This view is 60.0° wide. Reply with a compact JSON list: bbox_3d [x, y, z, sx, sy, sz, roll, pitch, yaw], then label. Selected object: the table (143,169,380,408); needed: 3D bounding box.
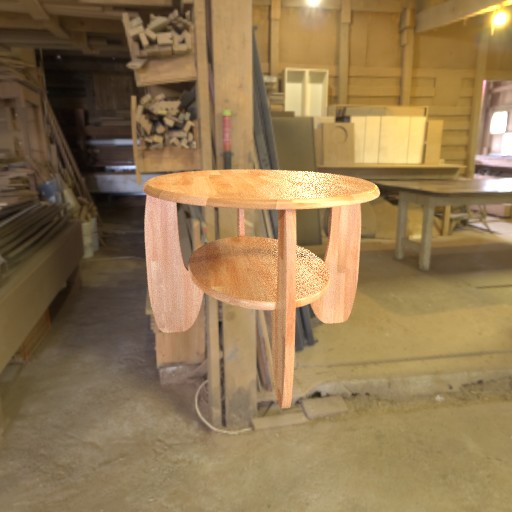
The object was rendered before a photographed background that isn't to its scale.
[{"bbox_3d":[0.000,0.000,1.429,0.690,0.490,1.040,-2,15,-8],"label":"table"}]
